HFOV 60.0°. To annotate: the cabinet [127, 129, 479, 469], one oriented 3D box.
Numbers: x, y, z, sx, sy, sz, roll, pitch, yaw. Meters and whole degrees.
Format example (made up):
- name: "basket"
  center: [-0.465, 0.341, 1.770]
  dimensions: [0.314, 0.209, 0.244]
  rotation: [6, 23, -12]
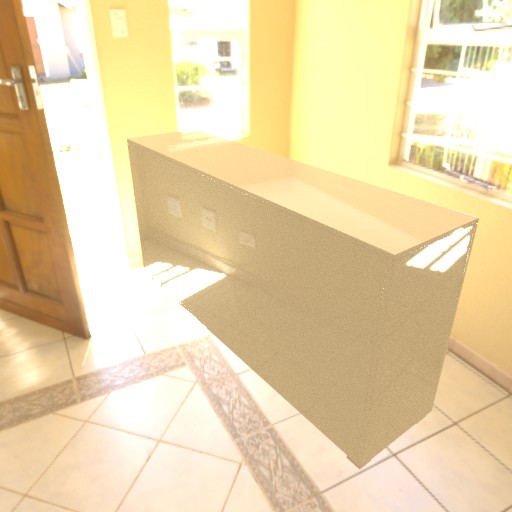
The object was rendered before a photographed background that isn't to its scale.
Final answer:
- name: "cabinet"
  center: [0.000, 0.000, 1.967]
  dimensions: [0.400, 0.800, 1.650]
  rotation: [-19, 33, -33]
